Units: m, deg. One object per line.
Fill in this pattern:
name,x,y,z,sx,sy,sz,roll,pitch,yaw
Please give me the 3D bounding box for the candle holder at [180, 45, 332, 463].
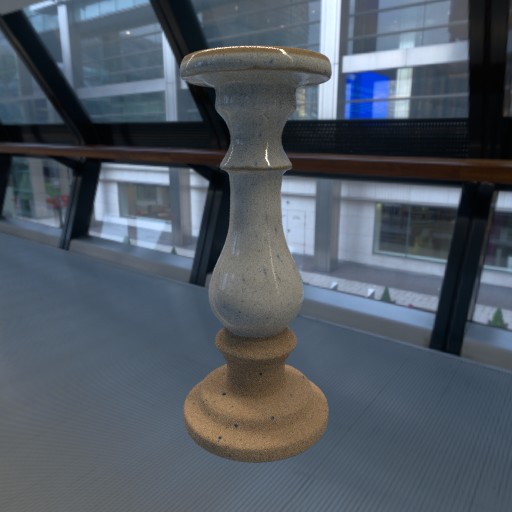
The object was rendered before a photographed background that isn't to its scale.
candle holder,0.000,0.000,0.248,0.088,0.203,0.088,0,14,0
